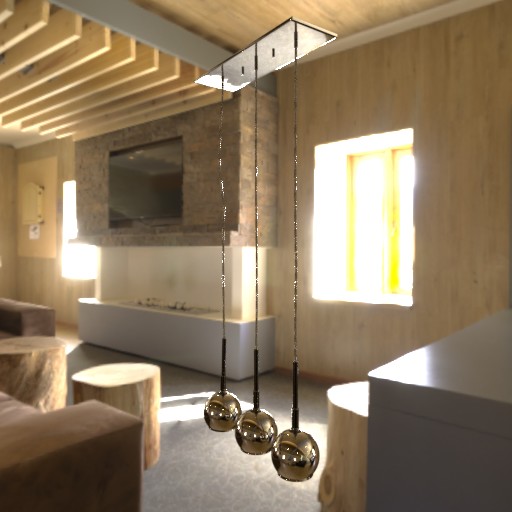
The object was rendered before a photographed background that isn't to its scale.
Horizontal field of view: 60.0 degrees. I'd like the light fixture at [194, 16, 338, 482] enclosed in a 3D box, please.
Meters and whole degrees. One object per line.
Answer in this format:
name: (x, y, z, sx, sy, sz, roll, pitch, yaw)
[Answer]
light fixture: (0.000, 0.000, 1.611, 0.188, 1.408, 0.623, -1, 1, -36)
